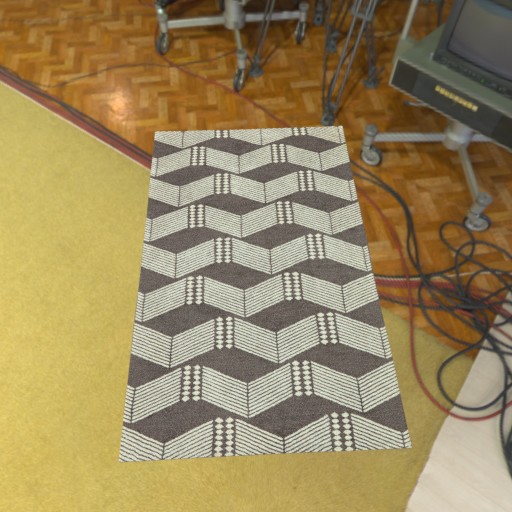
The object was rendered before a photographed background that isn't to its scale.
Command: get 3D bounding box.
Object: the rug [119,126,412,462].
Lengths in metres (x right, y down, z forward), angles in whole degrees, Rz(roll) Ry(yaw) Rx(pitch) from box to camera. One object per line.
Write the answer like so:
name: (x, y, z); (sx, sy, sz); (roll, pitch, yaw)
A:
rug: (0.000, 0.000, 2.937); (1.517, 0.011, 2.435); (-2, 58, -1)
